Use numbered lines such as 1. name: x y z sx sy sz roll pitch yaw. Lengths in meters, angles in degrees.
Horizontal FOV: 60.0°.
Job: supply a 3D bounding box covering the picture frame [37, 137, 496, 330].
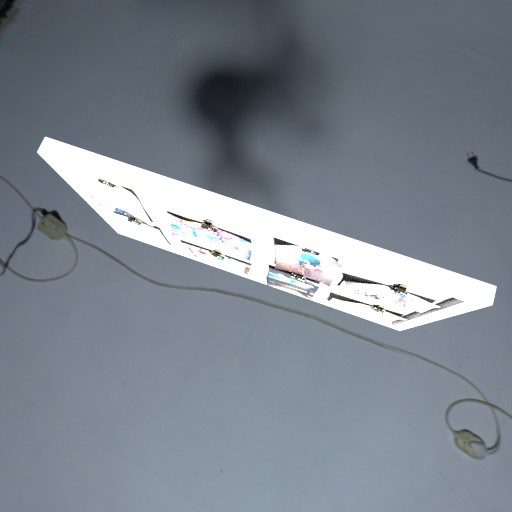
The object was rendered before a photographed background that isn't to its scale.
1. picture frame: 0.000 0.000 0.778 0.647 0.379 0.044 19 76 5
